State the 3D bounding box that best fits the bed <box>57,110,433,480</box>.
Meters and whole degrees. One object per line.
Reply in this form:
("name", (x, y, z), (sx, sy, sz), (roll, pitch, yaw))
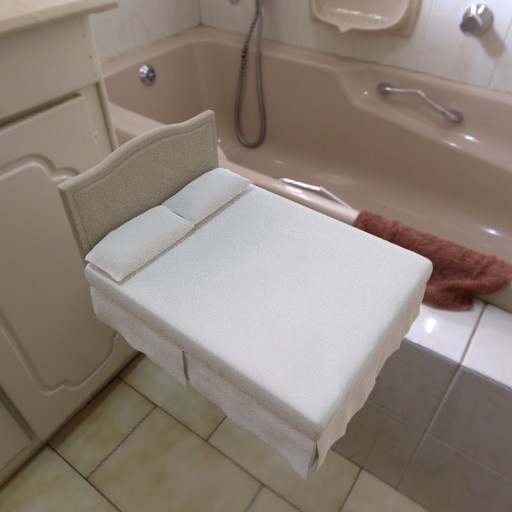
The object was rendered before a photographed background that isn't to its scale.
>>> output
("bed", (0.000, 0.000, 3.663), (2.477, 1.437, 1.977), (27, 49, 27))
